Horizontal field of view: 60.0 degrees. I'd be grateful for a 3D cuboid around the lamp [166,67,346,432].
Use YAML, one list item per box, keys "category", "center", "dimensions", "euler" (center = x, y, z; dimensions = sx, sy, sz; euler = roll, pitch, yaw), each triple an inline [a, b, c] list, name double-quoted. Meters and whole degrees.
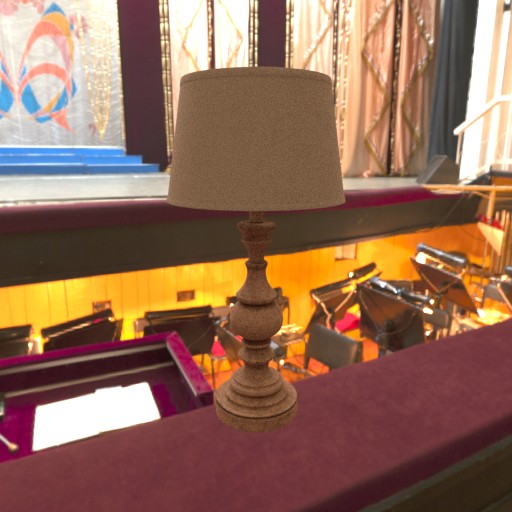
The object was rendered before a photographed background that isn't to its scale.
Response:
- category: "lamp"
  center: [0.000, 0.000, 0.882]
  dimensions: [0.340, 0.678, 0.340]
  euler: [0, 13, 0]
